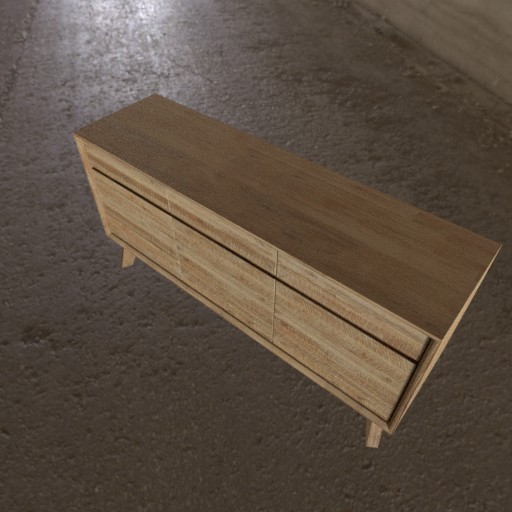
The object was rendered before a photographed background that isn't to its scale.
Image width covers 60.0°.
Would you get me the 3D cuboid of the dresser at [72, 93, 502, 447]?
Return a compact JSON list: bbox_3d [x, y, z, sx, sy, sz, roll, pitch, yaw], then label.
[{"bbox_3d":[0.000,0.000,1.888,1.602,0.788,0.455,31,53,26],"label":"dresser"}]
